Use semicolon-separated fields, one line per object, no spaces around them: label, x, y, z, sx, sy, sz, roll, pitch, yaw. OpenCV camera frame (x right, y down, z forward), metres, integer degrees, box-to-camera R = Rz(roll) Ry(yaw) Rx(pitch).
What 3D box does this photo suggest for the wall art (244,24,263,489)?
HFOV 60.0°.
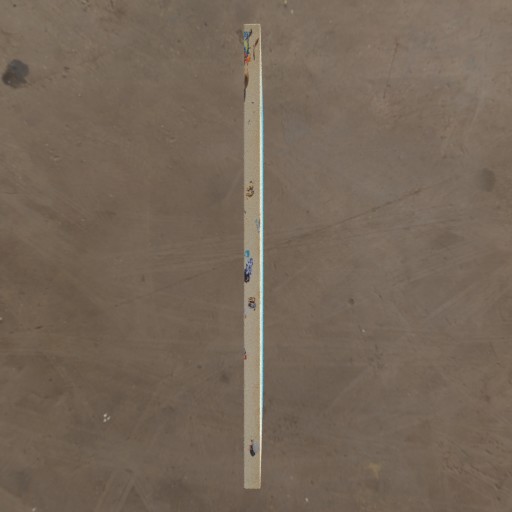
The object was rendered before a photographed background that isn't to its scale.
wall art;0.000;0.000;1.465;0.040;0.769;1.136;0;91;1
